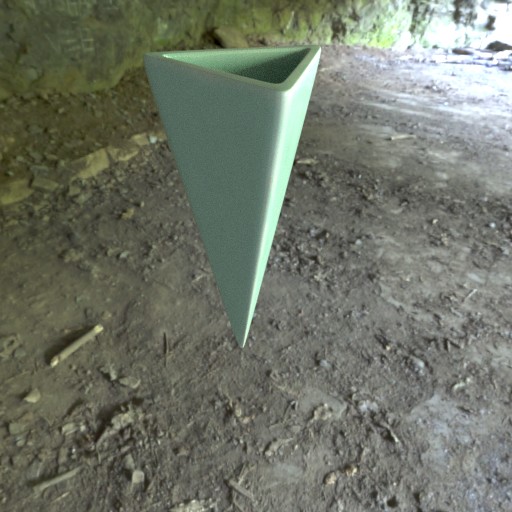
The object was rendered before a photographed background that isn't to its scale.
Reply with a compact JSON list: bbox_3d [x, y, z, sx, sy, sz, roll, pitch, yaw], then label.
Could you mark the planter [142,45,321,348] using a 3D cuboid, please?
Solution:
[{"bbox_3d":[0.000,0.000,0.217,0.080,0.178,0.064,-10,34,-15],"label":"planter"}]
